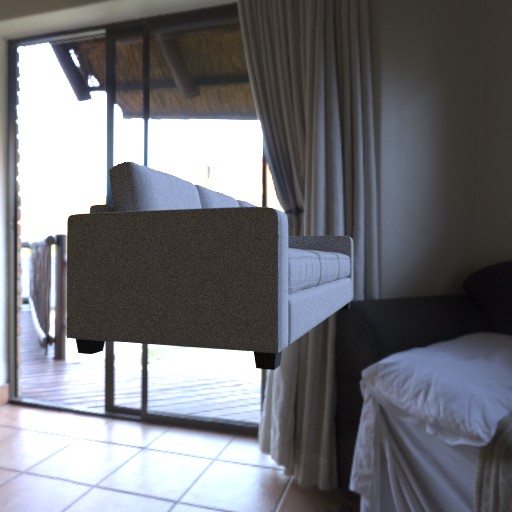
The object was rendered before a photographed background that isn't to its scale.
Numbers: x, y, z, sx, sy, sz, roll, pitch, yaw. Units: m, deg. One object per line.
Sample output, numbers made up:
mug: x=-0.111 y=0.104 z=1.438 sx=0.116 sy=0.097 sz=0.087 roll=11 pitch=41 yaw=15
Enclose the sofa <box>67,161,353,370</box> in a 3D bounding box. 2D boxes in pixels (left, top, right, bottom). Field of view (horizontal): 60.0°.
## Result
sofa: x=0.000 y=0.000 z=2.619 sx=0.900 sy=0.800 sz=2.120 roll=0 pitch=0 yaw=19
